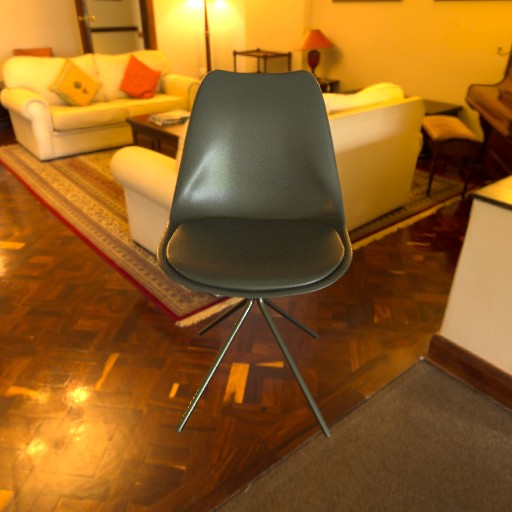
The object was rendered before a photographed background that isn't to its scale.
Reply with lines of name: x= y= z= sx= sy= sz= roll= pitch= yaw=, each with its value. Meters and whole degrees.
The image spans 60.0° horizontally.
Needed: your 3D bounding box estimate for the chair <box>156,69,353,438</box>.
chair: x=0.000 y=0.000 z=1.160 sx=0.461 sy=0.850 sz=0.525 roll=1 pitch=29 yaw=2
